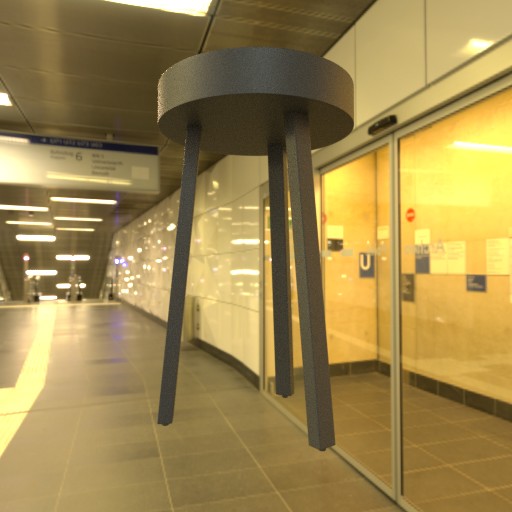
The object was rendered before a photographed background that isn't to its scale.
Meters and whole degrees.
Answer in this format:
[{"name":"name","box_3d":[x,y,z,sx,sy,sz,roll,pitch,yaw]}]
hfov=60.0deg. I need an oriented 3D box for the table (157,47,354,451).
[{"name":"table","box_3d":[0.000,0.000,0.931,0.406,0.686,0.406,1,-2,-37]}]
